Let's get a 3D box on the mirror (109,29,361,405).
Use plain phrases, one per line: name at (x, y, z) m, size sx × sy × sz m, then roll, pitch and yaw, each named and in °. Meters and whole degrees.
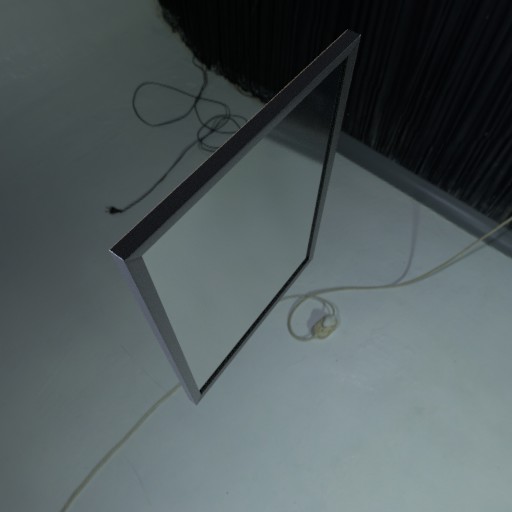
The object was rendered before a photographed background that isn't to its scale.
mirror at (0.000, 0.000, 1.312) m, size 0.040 × 1.016 × 0.762 m, roll 33°, pitch 64°, yaw 18°
